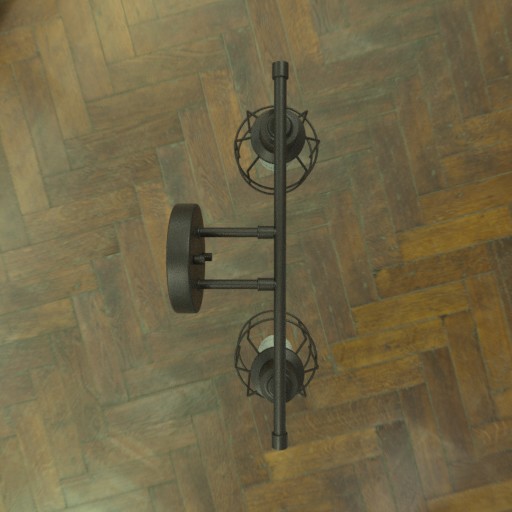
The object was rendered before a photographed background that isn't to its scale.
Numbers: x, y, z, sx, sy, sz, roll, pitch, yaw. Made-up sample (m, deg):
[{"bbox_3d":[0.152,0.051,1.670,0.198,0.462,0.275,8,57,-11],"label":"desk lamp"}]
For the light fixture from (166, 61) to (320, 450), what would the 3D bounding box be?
[{"bbox_3d":[0.000,0.000,0.539,0.165,0.254,0.406,0,92,1],"label":"light fixture"}]
